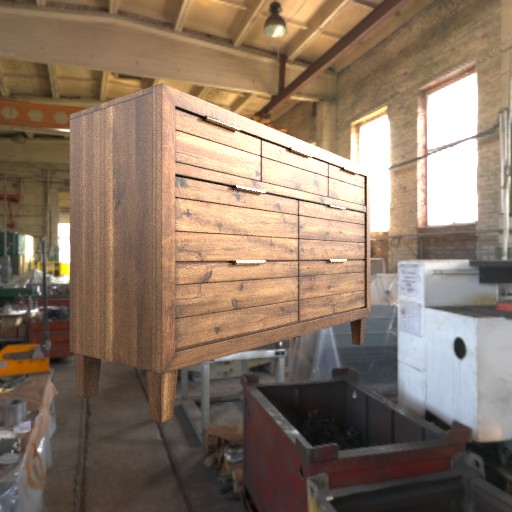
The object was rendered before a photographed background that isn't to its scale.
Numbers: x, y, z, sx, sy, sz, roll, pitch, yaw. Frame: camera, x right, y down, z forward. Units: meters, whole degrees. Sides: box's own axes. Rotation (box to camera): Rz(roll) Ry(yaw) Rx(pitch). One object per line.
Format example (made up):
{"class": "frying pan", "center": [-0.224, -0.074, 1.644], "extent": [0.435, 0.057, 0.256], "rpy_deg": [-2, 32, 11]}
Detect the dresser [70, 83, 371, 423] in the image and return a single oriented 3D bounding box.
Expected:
{"class": "dresser", "center": [0.000, 0.000, 1.826], "extent": [0.438, 0.892, 1.387], "rpy_deg": [0, 0, 37]}
